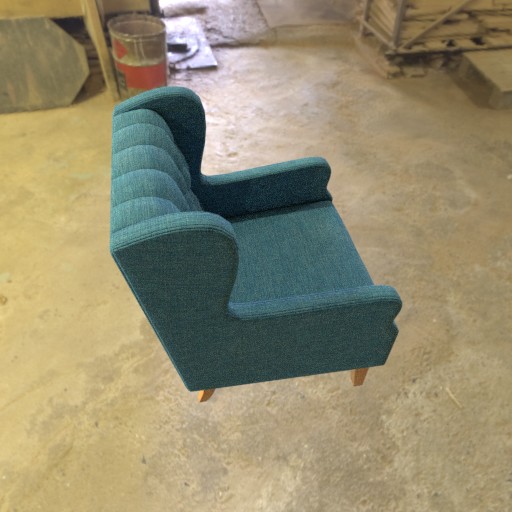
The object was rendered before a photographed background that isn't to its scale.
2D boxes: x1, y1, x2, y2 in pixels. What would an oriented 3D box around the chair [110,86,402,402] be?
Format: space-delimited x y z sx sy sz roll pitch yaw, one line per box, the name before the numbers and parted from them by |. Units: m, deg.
chair | 0.000 0.000 1.520 0.775 0.952 0.711 -9 48 -8
